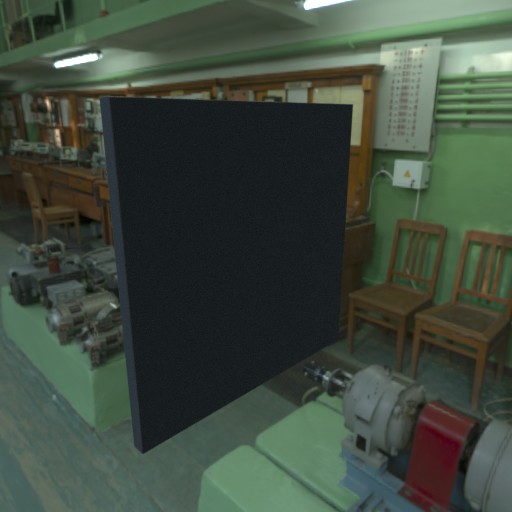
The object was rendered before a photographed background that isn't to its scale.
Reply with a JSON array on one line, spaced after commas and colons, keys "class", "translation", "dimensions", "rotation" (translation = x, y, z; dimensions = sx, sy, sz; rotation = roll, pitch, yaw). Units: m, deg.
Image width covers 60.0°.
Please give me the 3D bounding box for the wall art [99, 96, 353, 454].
[{"class": "wall art", "translation": [0.000, 0.000, 1.156], "dimensions": [0.038, 0.762, 0.762], "rotation": [17, 24, 42]}]
